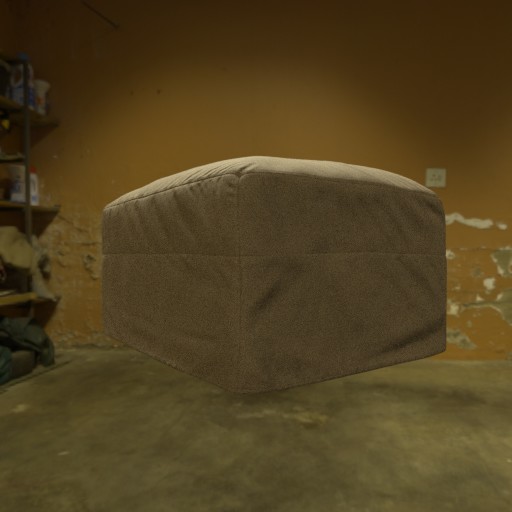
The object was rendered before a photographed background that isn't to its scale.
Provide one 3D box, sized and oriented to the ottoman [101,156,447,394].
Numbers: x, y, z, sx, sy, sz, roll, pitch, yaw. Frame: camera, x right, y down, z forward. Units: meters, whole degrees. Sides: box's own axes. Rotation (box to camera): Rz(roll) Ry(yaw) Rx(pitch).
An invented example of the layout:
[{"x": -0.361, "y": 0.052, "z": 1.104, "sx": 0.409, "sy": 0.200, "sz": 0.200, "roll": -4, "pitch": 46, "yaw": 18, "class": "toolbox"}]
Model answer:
[{"x": 0.000, "y": 0.000, "z": 1.267, "sx": 0.683, "sy": 0.481, "sz": 0.837, "roll": 0, "pitch": 1, "yaw": -35, "class": "ottoman"}]
